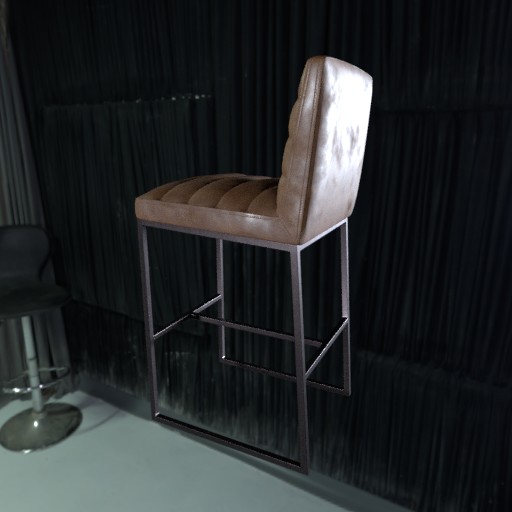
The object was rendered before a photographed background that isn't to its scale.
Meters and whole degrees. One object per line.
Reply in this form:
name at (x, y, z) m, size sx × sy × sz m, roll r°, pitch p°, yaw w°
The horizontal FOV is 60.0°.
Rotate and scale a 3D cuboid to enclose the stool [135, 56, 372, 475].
stool at (0.000, 0.000, 1.365) m, size 0.562 × 1.065 × 0.463 m, roll 8°, pitch 18°, yaw 26°
